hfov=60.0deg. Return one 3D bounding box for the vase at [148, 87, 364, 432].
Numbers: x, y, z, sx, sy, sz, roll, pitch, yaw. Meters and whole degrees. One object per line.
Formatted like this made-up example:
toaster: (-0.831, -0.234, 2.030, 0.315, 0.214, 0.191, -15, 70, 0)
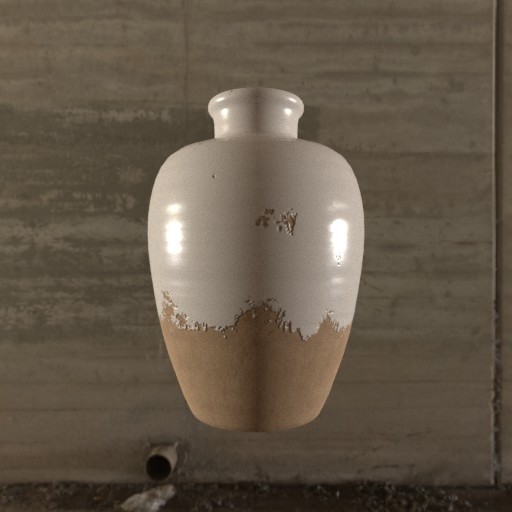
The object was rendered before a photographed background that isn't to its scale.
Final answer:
vase: (0.000, 0.000, 0.333, 0.158, 0.228, 0.158, 0, 1, 0)
